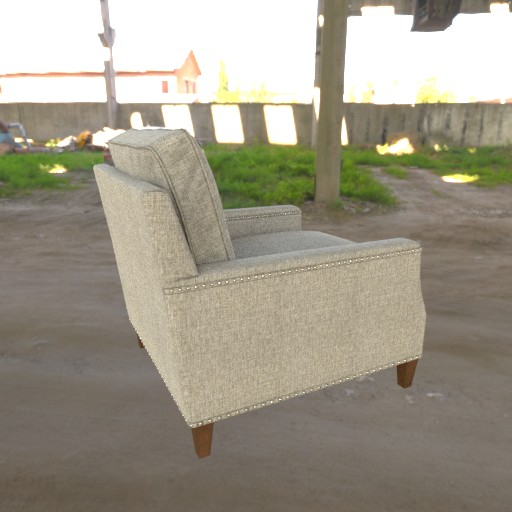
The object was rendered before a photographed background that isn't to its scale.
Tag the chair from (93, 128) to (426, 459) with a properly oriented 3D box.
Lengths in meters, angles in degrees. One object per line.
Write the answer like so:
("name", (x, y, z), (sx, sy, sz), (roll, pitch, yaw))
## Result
("chair", (0.000, 0.000, 1.693), (1.014, 0.943, 0.853), (-8, 18, -26))
